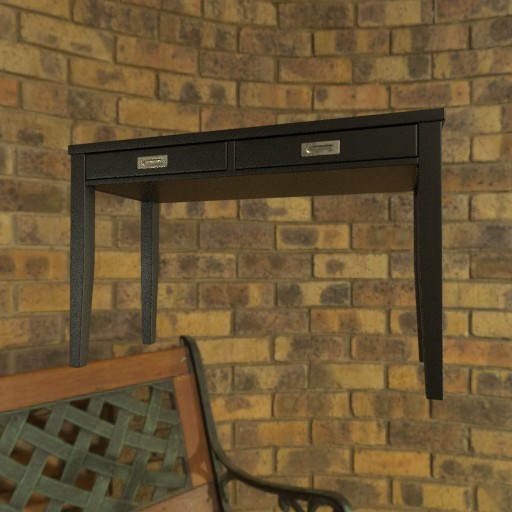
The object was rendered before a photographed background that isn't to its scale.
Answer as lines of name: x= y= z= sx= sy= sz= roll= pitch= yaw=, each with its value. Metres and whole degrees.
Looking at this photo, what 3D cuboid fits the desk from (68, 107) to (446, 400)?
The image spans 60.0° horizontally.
desk: x=0.000 y=0.000 z=1.595 sx=1.220 sy=0.775 sz=0.508 roll=0 pitch=-1 yaw=18
